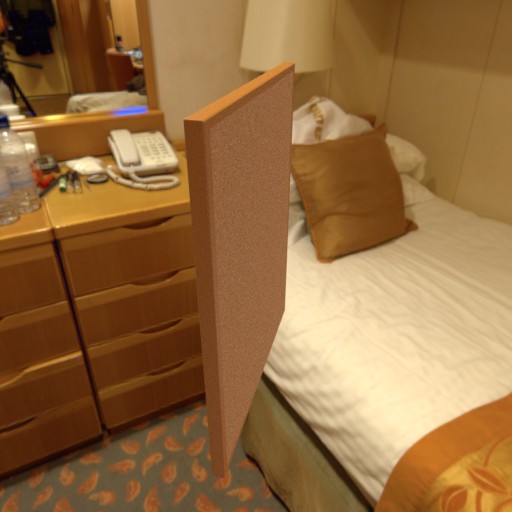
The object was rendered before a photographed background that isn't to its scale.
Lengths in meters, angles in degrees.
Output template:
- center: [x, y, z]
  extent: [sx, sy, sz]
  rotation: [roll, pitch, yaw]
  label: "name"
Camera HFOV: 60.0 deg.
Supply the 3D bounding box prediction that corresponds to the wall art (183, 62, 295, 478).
- center: [0.000, 0.000, 0.512]
  extent: [0.015, 0.379, 0.310]
  rotation: [8, 31, 13]
  label: "wall art"
